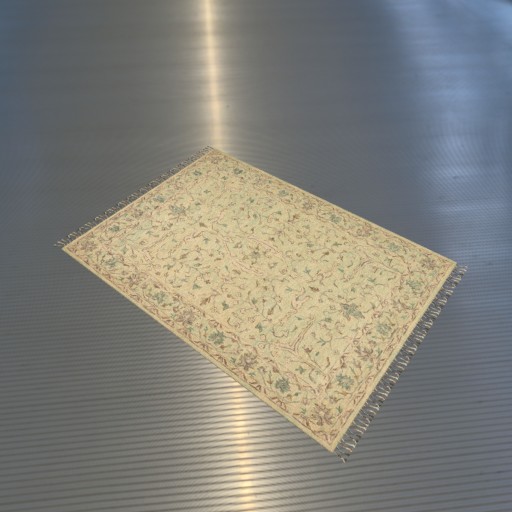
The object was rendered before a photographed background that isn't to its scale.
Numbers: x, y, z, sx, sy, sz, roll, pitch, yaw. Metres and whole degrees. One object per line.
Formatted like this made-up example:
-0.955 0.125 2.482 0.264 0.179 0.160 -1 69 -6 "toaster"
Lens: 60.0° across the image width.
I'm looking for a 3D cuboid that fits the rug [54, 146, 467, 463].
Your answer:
0.000 0.000 2.327 1.802 0.008 1.247 30 54 25 "rug"
